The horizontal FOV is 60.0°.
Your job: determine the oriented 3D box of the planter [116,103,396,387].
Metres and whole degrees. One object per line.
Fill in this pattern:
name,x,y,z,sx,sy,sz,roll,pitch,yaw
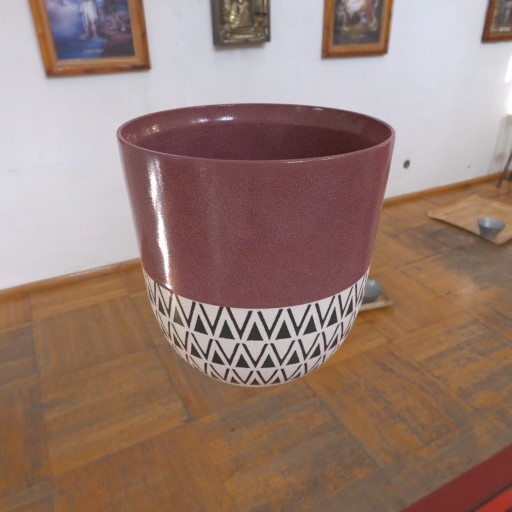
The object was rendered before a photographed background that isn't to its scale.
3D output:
planter,0.000,0.000,0.369,0.195,0.214,0.195,0,28,0
